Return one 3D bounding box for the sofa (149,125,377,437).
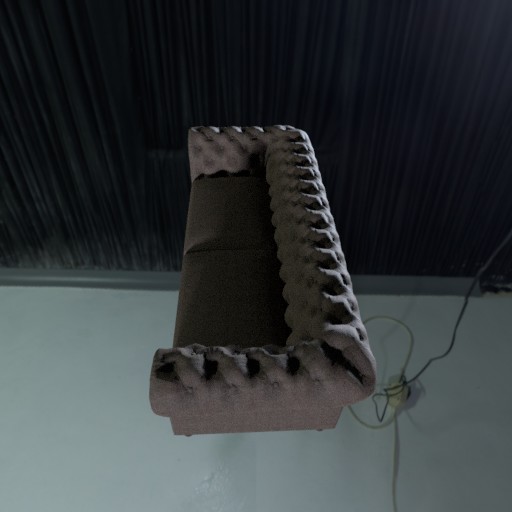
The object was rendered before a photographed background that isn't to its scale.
[{"bbox_3d":[0.000,0.000,2.810,0.944,0.787,2.385,-2,41,-2],"label":"sofa"}]
